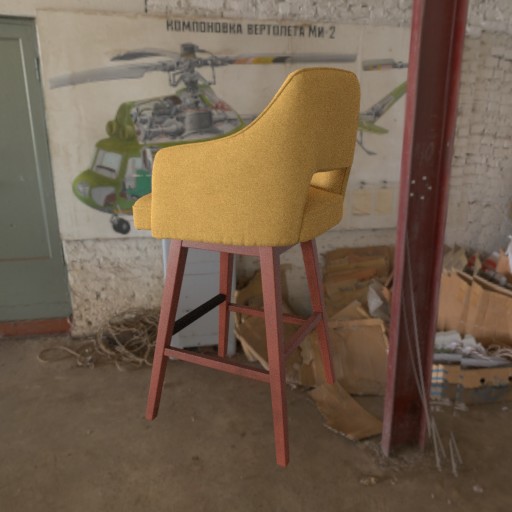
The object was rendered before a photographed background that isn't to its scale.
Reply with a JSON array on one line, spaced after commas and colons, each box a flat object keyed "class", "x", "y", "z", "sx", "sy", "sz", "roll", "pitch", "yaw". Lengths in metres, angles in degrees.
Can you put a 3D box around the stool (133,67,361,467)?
[{"class": "stool", "x": 0.000, "y": 0.000, "z": 1.343, "sx": 0.558, "sy": 1.012, "sz": 0.548, "roll": 8, "pitch": 18, "yaw": 25}]
